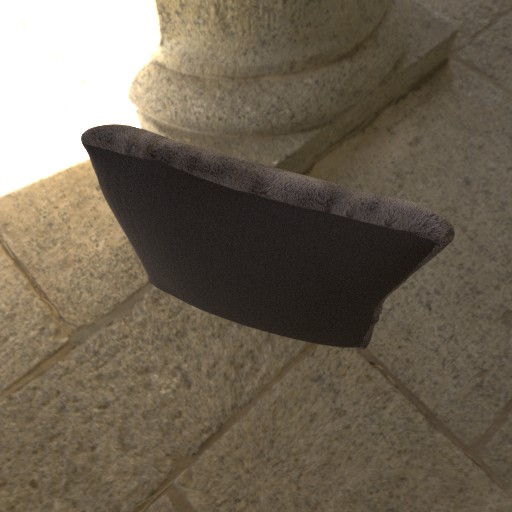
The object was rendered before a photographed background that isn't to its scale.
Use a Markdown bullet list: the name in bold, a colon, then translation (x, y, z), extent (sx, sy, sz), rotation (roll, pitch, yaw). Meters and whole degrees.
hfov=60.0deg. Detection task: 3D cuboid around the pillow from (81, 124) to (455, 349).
- **pillow**: translation (0.000, 0.000, 0.798), extent (0.522, 0.520, 0.204), rotation (16, 64, 8)
